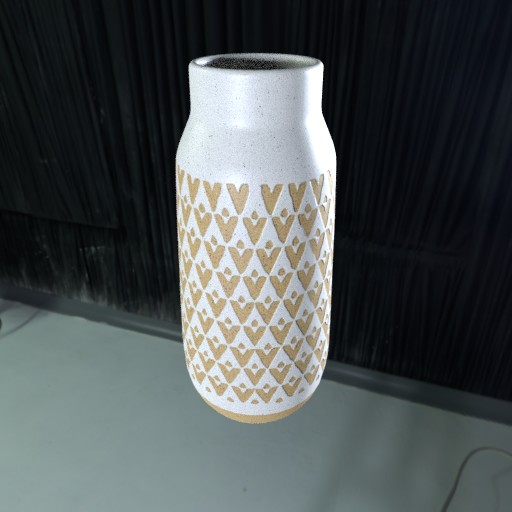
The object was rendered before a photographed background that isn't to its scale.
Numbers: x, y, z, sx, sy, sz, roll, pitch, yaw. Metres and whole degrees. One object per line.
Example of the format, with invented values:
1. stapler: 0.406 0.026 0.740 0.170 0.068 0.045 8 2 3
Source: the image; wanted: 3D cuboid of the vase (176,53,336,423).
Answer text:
1. vase: 0.000 0.000 0.378 0.137 0.307 0.137 0 31 0
